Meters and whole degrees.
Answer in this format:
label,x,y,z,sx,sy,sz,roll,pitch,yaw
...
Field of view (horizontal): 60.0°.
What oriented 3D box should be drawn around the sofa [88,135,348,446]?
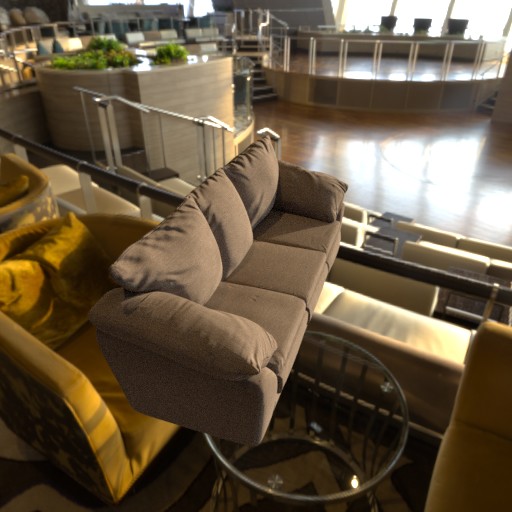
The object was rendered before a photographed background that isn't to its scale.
label,x,y,z,sx,sy,sz,roll,pitch,yaw
sofa,0.000,0.000,2.966,0.927,1.043,2.390,10,32,16
